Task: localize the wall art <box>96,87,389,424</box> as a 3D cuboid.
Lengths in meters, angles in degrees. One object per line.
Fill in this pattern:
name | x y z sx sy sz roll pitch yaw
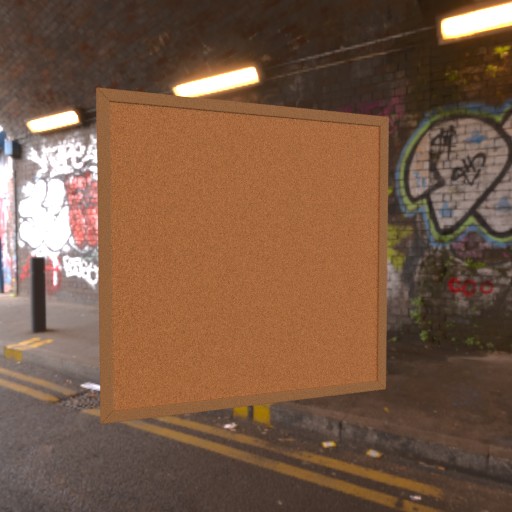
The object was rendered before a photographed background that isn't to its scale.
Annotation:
wall art | 0.000 0.000 1.137 0.761 0.761 0.037 -1 2 -18
